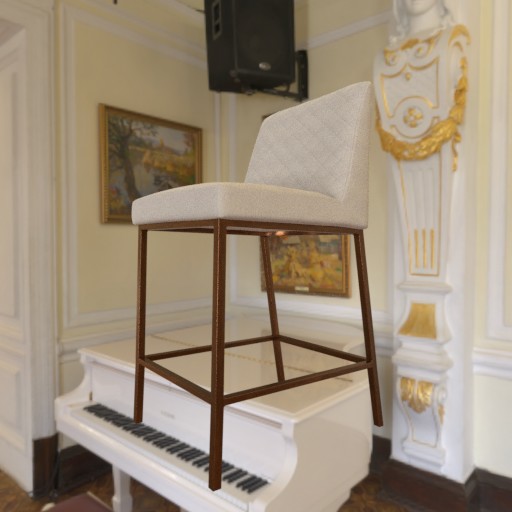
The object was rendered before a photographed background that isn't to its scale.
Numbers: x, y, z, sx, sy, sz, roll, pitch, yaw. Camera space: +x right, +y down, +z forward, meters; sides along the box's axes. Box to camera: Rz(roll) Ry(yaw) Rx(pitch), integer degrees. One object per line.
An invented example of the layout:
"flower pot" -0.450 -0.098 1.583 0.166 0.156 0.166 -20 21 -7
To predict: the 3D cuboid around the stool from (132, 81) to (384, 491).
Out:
"stool" 0.000 0.000 1.269 0.576 0.973 0.507 -1 2 -36
